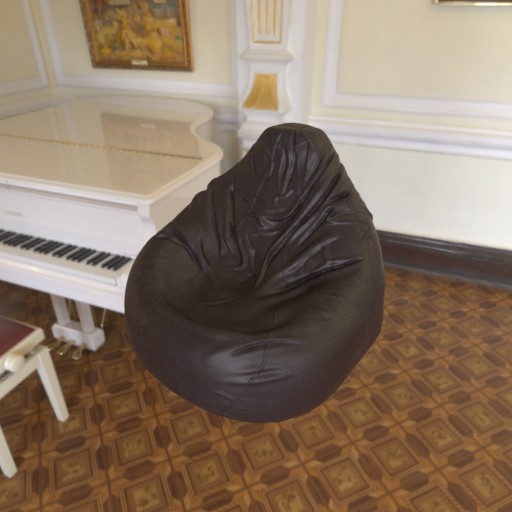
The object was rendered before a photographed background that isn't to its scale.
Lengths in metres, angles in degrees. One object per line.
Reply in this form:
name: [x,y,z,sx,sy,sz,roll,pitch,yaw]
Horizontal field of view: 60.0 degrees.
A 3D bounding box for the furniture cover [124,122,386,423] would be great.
furniture cover: [0.000,0.000,1.914,1.070,0.990,1.070,18,35,29]
